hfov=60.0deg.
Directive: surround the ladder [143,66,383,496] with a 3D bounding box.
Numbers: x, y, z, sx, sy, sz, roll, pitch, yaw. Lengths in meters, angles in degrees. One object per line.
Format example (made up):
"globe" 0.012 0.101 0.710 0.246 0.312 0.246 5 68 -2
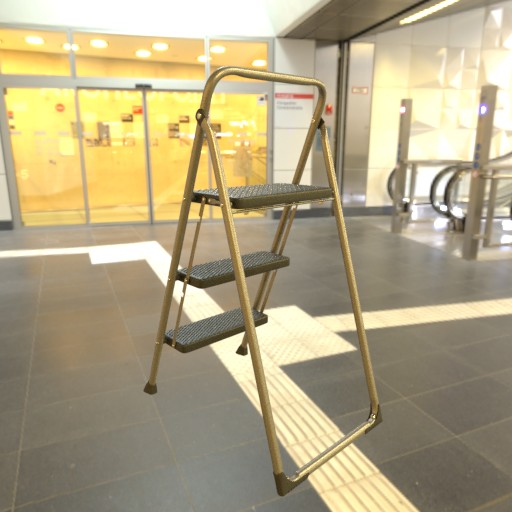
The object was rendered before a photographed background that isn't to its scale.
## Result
"ladder" 0.000 0.000 1.242 0.430 0.945 0.629 -13 19 -41
